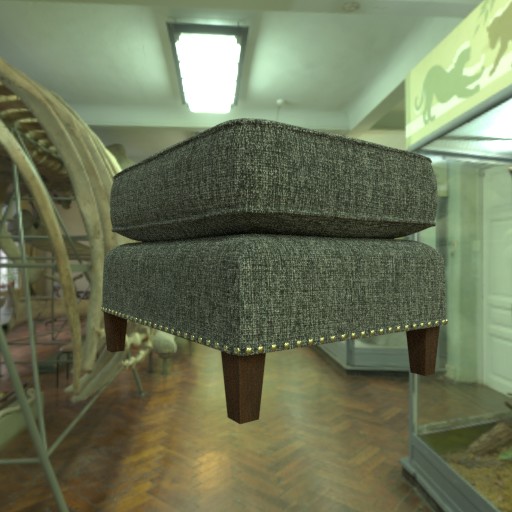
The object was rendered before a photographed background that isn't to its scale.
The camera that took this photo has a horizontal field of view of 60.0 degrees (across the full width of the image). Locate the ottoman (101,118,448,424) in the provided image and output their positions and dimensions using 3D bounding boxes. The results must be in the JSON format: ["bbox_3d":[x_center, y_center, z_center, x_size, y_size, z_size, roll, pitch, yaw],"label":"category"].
[{"bbox_3d":[0.000,0.000,1.144,0.589,0.537,0.738,0,0,-35],"label":"ottoman"}]
